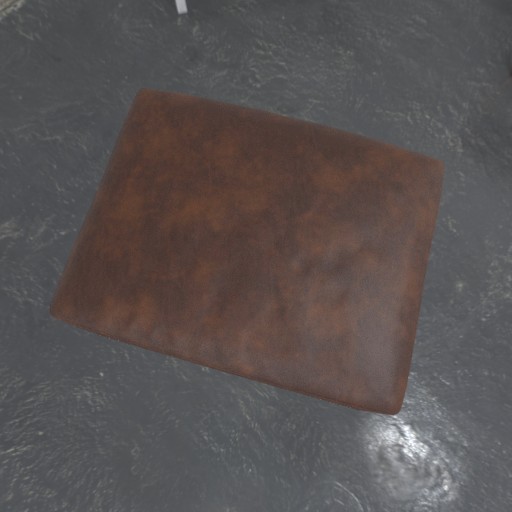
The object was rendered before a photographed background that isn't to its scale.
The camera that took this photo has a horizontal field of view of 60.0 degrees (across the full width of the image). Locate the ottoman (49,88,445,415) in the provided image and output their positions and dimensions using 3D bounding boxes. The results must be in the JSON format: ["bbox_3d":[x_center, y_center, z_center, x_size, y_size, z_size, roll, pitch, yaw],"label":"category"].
[{"bbox_3d":[0.000,0.000,1.114,0.742,0.486,0.586,15,75,4],"label":"ottoman"}]
